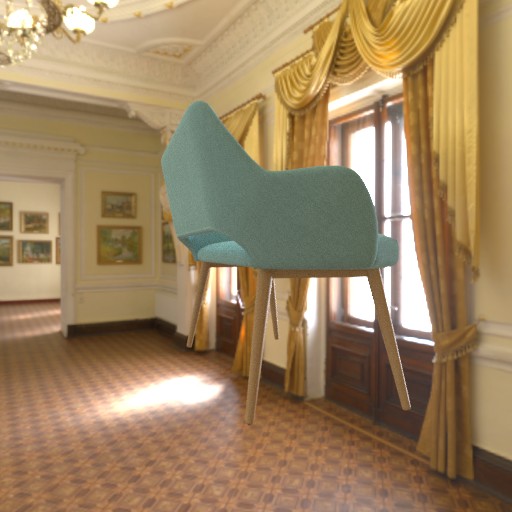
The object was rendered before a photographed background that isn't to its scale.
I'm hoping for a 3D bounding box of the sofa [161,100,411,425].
[{"bbox_3d":[0.000,0.000,1.615,0.610,0.840,1.150,0,1,-18],"label":"sofa"}]
